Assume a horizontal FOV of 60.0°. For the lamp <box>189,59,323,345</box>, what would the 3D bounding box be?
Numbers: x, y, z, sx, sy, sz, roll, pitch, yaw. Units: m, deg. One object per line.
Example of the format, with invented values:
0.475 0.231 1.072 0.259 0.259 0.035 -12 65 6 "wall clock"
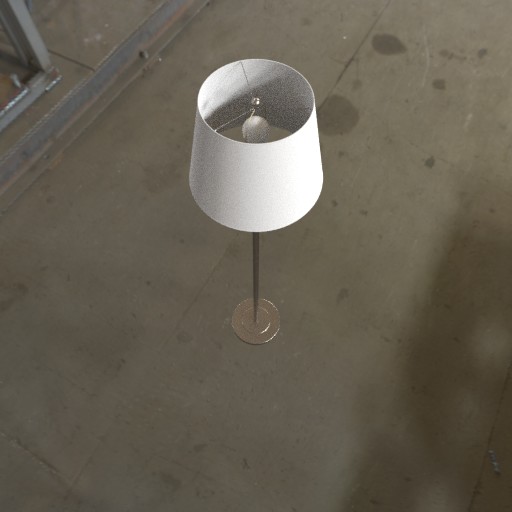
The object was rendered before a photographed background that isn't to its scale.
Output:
0.000 0.000 1.605 0.355 1.473 0.355 0 63 0 "lamp"
